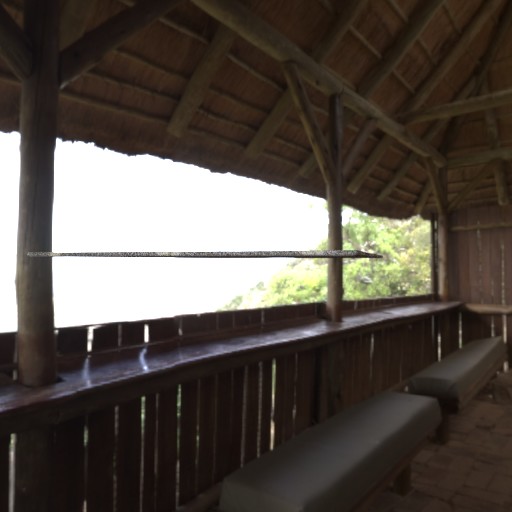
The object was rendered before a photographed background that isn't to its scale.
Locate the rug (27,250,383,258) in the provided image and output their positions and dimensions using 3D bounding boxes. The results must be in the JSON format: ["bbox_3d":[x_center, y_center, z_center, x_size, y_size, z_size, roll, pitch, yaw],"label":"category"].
[{"bbox_3d":[0.000,0.000,3.443,1.801,0.026,2.701,0,-1,18],"label":"rug"}]
